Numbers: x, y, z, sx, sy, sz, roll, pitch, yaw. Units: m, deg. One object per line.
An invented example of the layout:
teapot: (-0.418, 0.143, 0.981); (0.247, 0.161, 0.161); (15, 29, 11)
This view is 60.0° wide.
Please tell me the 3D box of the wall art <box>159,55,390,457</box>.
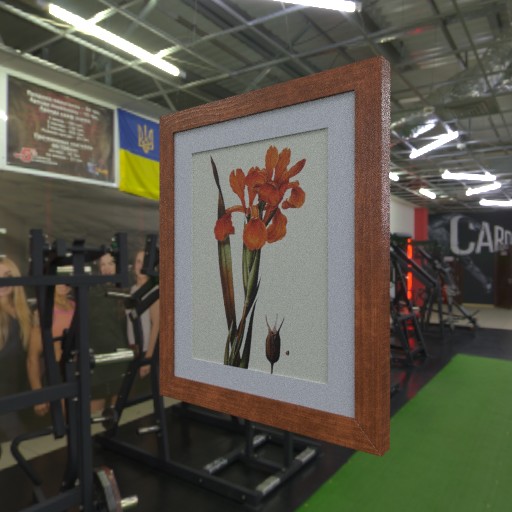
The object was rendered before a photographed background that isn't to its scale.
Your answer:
wall art: (0.000, 0.000, 0.778); (0.467, 0.567, 0.033); (0, 0, 37)
